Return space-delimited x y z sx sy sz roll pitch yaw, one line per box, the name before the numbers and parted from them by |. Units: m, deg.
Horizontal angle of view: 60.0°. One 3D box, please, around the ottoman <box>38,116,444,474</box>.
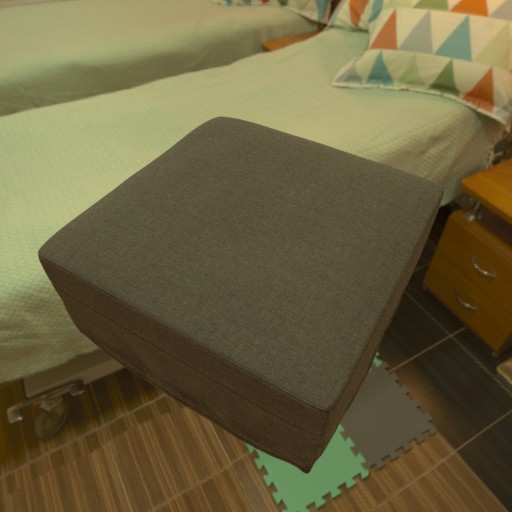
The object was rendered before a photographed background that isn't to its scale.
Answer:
ottoman | 0.000 0.000 1.326 0.840 0.436 0.843 24 50 21
